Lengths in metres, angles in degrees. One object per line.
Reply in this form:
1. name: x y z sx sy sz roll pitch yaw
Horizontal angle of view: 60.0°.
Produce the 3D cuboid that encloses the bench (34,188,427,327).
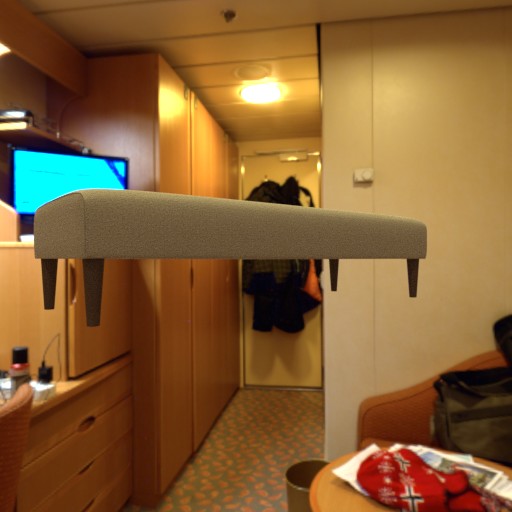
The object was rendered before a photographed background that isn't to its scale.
1. bench: 0.000 0.000 1.877 1.609 0.393 0.646 0 -1 -37
